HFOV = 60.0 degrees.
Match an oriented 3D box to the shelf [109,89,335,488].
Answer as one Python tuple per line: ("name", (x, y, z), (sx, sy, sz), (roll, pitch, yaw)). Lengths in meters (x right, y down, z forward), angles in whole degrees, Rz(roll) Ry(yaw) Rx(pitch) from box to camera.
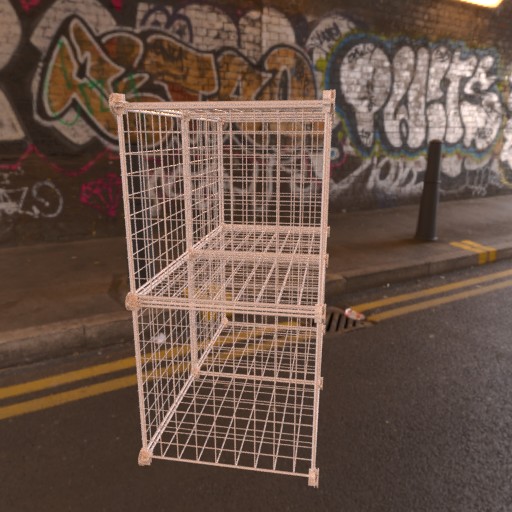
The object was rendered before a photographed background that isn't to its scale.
("shelf", (0.000, 0.000, 1.105), (0.356, 0.711, 0.711), (3, 15, 9))
